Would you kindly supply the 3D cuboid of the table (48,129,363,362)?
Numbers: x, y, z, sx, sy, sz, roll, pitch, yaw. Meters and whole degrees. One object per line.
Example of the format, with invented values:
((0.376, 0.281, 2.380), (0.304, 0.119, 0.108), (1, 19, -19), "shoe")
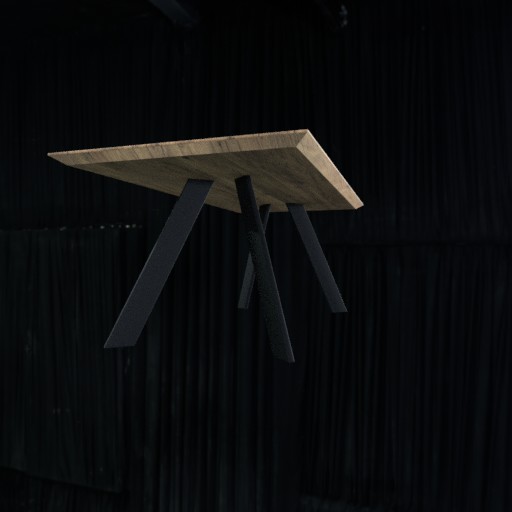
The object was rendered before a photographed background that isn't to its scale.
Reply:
((0.000, 0.000, 2.470), (1.000, 0.770, 2.000), (0, 0, 18), "table")
